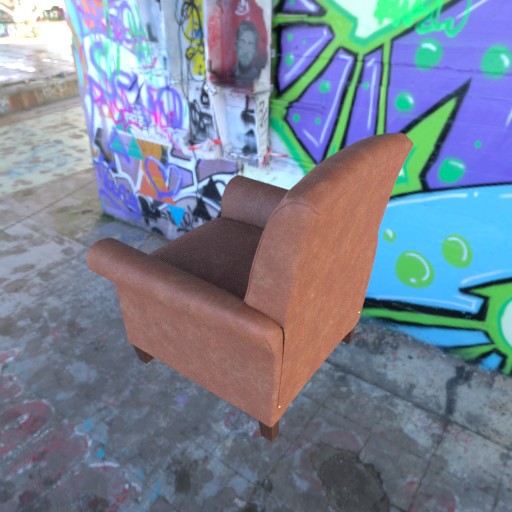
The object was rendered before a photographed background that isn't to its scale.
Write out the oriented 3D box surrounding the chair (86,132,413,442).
[{"bbox_3d":[0.000,0.000,1.811,0.902,1.061,0.978,20,37,30],"label":"chair"}]
